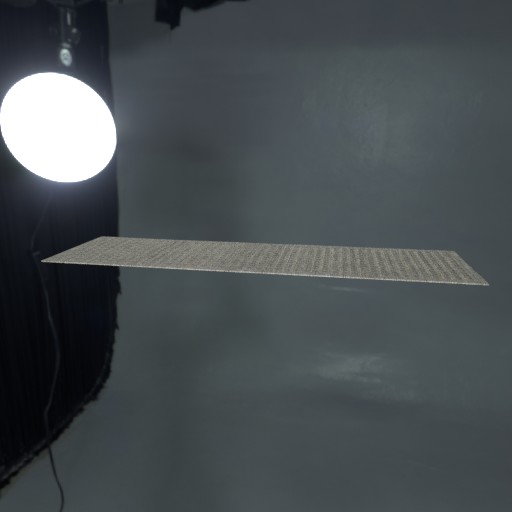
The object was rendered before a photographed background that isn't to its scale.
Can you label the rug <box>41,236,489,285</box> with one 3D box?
[{"bbox_3d":[0.000,0.000,2.710,2.443,0.009,0.706,3,14,10],"label":"rug"}]
